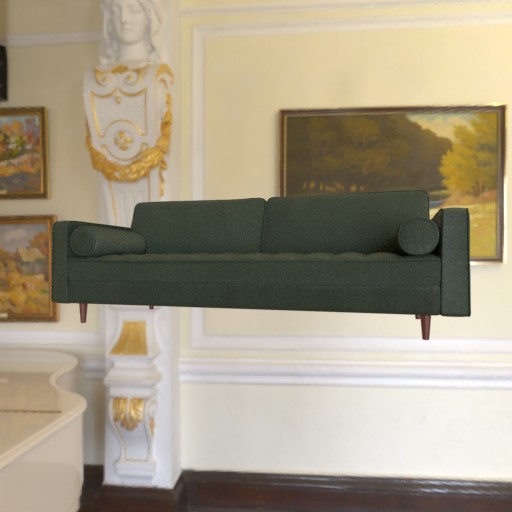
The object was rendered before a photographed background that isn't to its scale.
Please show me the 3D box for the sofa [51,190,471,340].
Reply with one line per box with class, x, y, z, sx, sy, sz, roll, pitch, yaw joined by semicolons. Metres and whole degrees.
sofa;0.000;0.000;2.619;2.199;0.769;0.918;0;-1;18
